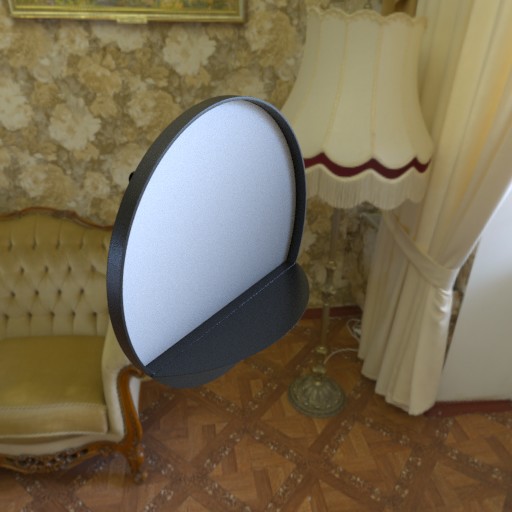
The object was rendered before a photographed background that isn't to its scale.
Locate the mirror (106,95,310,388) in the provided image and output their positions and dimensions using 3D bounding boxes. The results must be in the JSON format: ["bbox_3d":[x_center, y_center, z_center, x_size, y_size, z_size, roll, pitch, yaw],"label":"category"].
[{"bbox_3d":[0.000,0.000,0.681,0.133,0.457,0.457,18,33,30],"label":"mirror"}]
